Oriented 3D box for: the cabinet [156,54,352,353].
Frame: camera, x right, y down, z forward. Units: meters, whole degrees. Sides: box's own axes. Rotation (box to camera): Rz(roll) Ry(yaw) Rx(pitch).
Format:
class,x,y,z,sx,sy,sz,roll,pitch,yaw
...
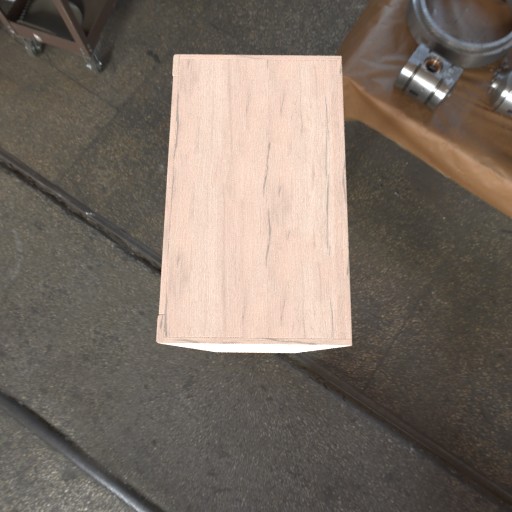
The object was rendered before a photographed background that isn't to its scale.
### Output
class,x,y,z,sx,sy,sz,roll,pitch,yaw
cabinet,0.000,0.000,2.359,0.580,1.930,0.980,1,77,0
